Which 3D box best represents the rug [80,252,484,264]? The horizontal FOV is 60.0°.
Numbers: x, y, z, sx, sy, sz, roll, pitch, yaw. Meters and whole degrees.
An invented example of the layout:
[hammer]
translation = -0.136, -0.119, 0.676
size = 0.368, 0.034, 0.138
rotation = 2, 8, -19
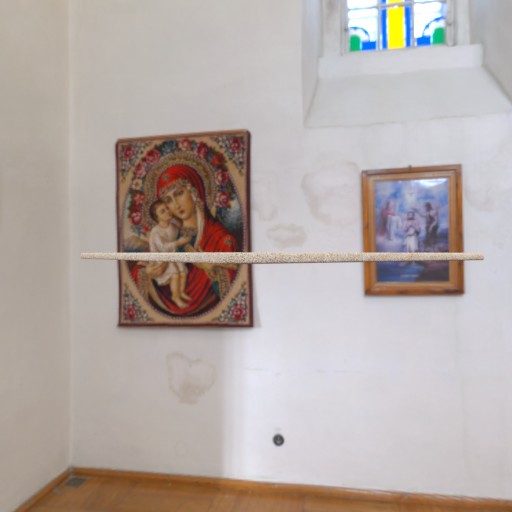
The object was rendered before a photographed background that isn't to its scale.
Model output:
[rug]
translation = 0.000, 0.000, 3.386
size = 2.009, 0.048, 2.528
rotation = 0, 0, -35
